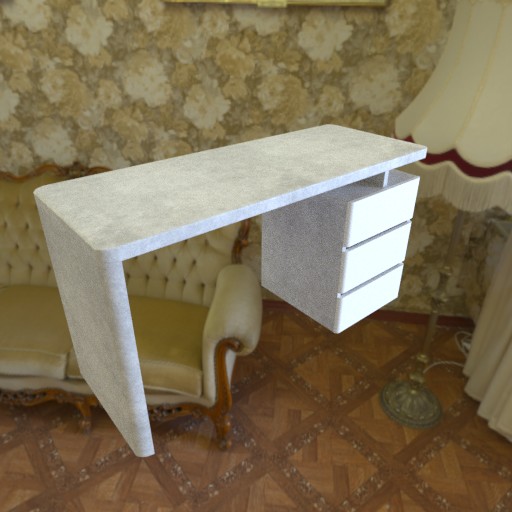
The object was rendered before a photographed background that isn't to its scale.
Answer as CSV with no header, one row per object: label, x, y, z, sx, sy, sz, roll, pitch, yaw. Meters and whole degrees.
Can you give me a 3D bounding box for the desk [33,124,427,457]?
desk,0.000,0.000,1.786,1.400,0.755,0.550,-22,36,-34
